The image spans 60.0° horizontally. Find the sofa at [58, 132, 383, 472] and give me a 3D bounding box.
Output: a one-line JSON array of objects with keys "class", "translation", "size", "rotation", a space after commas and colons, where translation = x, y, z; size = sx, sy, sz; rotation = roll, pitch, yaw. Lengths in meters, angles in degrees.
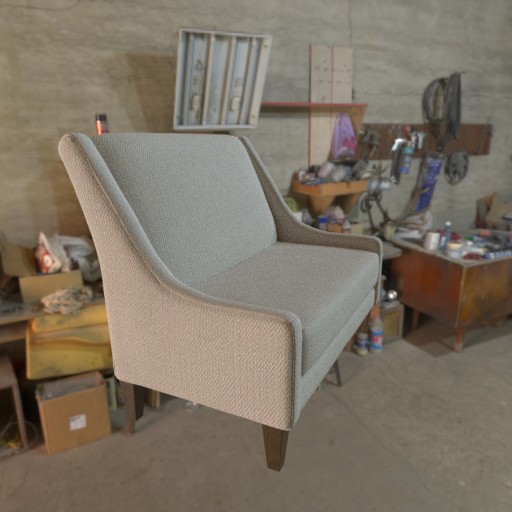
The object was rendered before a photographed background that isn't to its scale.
[{"class": "sofa", "translation": [0.000, 0.000, 1.910], "size": [0.870, 1.022, 1.242], "rotation": [7, 16, 26]}]
